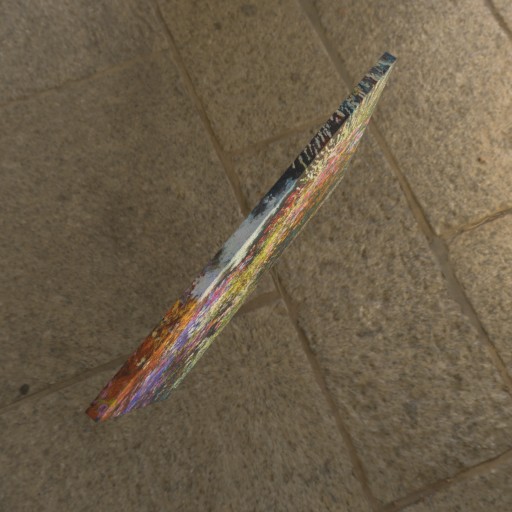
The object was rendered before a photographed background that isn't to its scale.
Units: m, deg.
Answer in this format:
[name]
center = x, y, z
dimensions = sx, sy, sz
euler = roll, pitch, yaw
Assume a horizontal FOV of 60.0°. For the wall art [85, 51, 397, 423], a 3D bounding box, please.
[wall art]
center = 0.000, 0.000, 1.413
dimensions = 0.042, 0.760, 1.136
euler = 37, 79, 9
